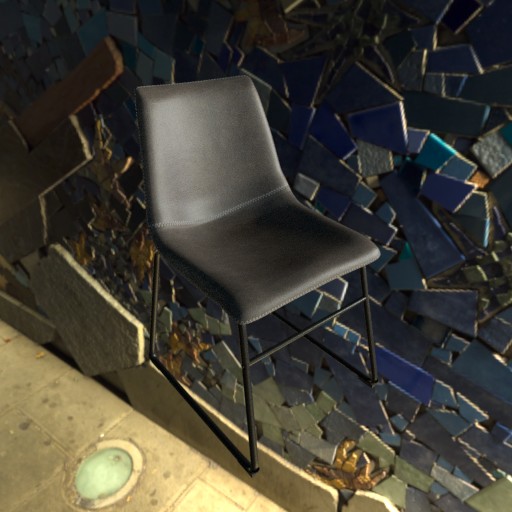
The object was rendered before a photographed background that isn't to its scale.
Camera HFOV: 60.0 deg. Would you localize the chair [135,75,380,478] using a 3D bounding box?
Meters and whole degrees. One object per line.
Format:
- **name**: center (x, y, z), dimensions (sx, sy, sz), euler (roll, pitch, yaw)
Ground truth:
- **chair**: center (0.000, 0.000, 1.126), dimensions (0.460, 0.780, 0.550), euler (-22, 36, -33)
